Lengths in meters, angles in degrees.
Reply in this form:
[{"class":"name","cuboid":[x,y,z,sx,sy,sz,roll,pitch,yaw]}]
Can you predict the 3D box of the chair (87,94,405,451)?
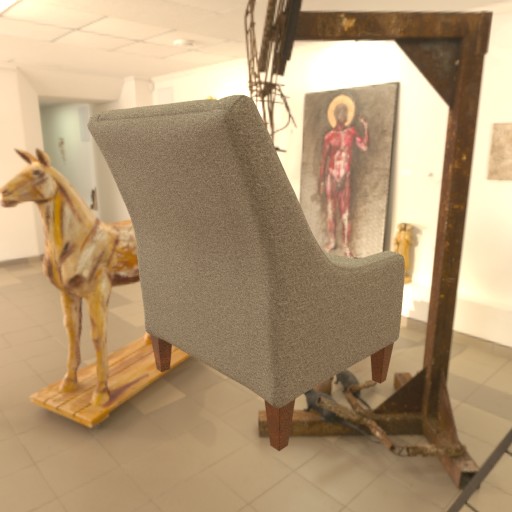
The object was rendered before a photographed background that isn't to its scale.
[{"class":"chair","cuboid":[0.000,0.000,1.624,0.870,1.016,0.774,-13,19,-42]}]
